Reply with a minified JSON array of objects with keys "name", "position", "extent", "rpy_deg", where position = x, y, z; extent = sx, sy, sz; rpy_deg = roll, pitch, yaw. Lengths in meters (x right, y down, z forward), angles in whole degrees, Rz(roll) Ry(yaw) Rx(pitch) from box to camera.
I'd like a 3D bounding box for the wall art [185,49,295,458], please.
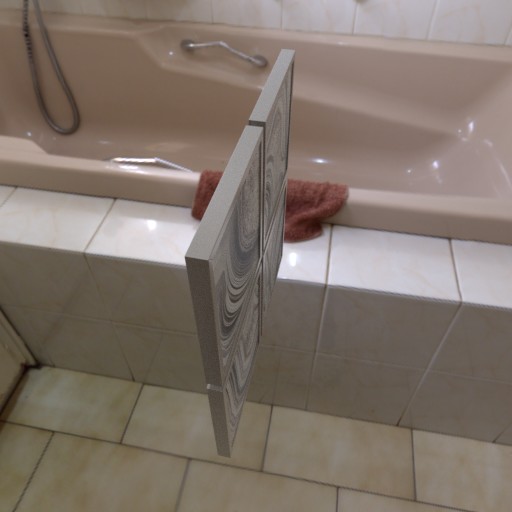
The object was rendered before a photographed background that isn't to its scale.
[{"name":"wall art","position":[0.000,0.000,0.929],"extent":[0.029,0.611,0.611],"rpy_deg":[9,47,9]}]
